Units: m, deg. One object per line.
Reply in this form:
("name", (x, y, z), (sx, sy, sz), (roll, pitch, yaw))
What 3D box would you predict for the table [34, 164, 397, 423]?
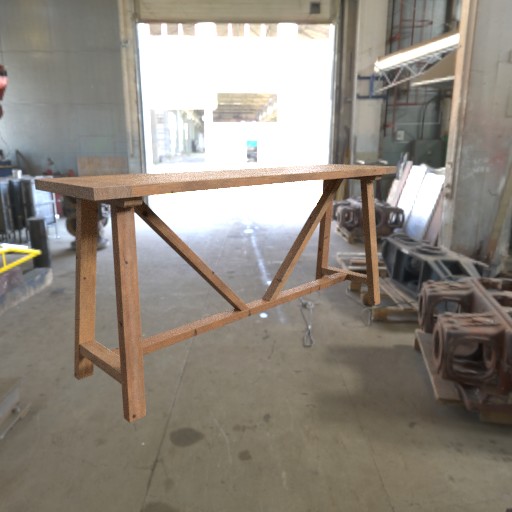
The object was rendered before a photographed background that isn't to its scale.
("table", (0.000, 0.000, 2.156), (0.465, 0.810, 1.800), (14, 20, 43))
